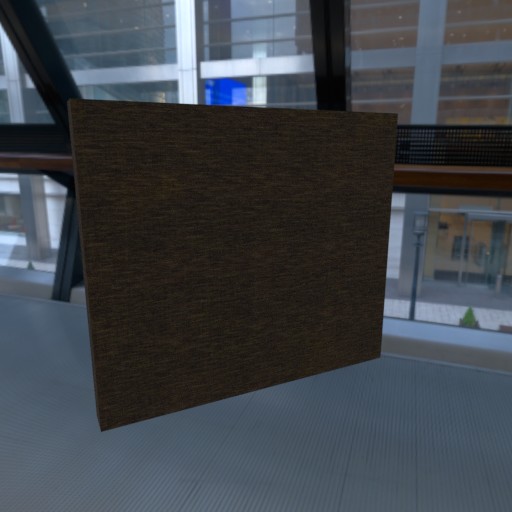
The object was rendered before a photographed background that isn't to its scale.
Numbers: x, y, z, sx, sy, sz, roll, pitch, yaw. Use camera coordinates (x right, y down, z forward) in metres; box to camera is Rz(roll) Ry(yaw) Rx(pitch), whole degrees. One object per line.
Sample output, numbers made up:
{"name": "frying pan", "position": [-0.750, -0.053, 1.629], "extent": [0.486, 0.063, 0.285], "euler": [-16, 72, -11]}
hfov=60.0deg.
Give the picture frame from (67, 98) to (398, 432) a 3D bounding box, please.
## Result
{"name": "picture frame", "position": [0.000, 0.000, 0.521], "extent": [0.378, 0.330, 0.033], "euler": [-7, 15, -26]}
